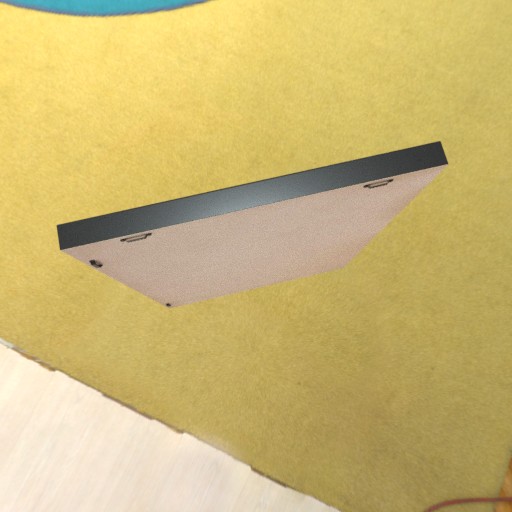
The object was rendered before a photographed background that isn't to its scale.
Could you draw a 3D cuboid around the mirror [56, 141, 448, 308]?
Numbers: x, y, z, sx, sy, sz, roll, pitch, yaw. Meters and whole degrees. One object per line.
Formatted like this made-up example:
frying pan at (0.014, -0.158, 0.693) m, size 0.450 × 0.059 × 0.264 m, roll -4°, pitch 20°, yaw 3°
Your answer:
mirror at (0.000, 0.000, 0.912) m, size 0.507 × 0.710 × 0.039 m, roll -13°, pitch 78°, yaw -3°
